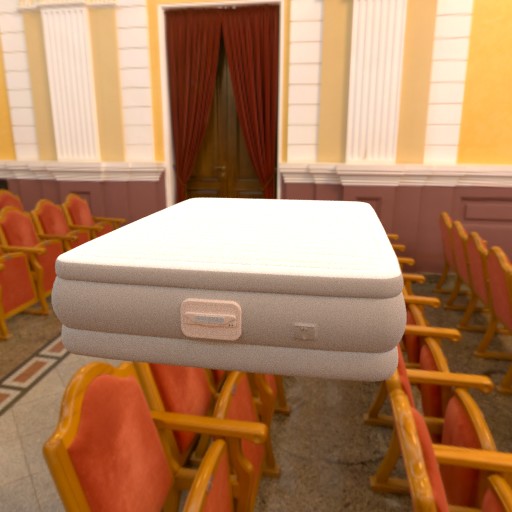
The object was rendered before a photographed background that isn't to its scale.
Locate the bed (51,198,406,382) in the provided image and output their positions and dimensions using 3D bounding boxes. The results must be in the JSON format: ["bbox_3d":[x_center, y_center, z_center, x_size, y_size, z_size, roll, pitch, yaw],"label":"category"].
[{"bbox_3d":[0.000,0.000,2.665,1.520,0.460,2.036,3,16,10],"label":"bed"}]
